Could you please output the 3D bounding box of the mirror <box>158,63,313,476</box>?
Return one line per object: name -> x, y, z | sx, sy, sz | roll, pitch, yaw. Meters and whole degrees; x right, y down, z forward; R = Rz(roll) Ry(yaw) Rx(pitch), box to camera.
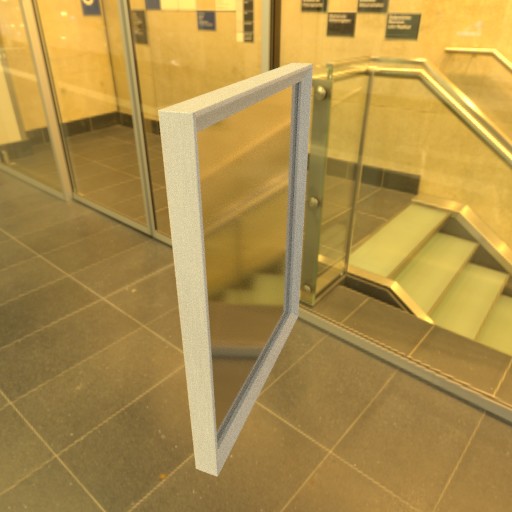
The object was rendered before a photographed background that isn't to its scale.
mirror -> 0.000, 0.000, 0.683 | 0.041, 0.509, 0.406 | 11, 31, 18
